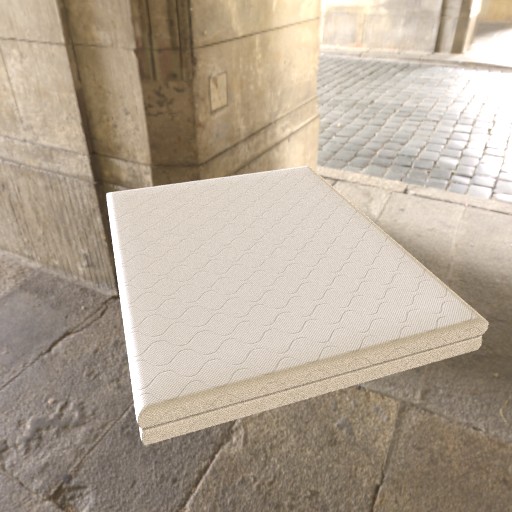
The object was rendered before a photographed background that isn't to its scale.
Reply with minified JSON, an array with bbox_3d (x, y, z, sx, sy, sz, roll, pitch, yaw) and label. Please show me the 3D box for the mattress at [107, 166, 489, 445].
[{"bbox_3d":[0.000,0.000,2.661,1.600,0.200,2.000,-11,35,-16],"label":"mattress"}]
